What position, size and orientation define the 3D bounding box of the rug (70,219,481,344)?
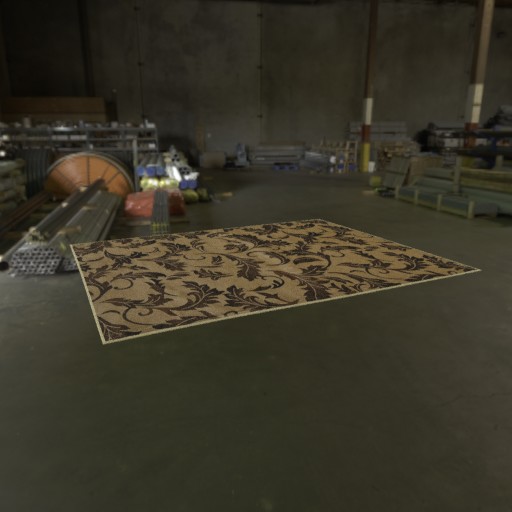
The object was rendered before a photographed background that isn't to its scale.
[{"bbox_3d":[0.000,0.000,4.027,2.977,0.008,2.380,-8,18,-25],"label":"rug"}]
